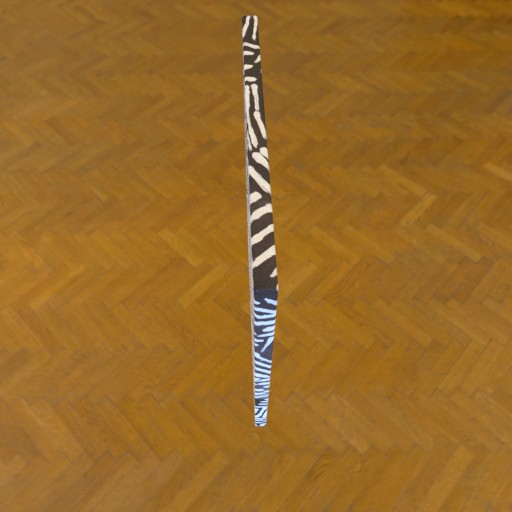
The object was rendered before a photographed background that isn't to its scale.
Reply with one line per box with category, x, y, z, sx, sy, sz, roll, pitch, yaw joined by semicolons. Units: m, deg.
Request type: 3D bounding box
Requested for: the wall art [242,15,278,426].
wall art;0.000;0.000;1.320;0.038;1.017;0.765;-2;58;-1
